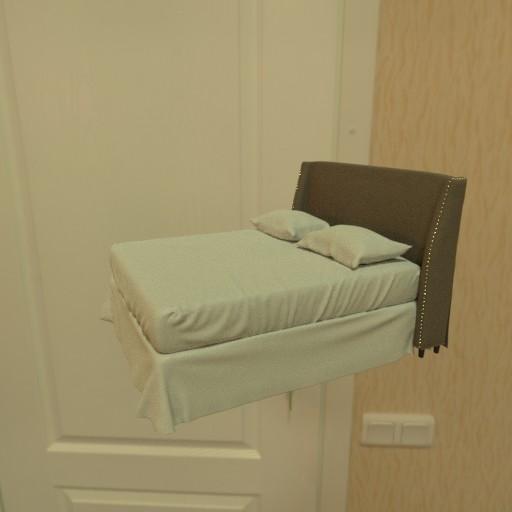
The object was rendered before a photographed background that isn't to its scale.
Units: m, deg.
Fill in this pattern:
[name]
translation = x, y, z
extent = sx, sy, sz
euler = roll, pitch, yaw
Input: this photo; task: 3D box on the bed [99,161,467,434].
[bed]
translation = 0.000, 0.000, 3.497
extent = 2.276, 1.332, 1.925
euler = -8, 17, -25
